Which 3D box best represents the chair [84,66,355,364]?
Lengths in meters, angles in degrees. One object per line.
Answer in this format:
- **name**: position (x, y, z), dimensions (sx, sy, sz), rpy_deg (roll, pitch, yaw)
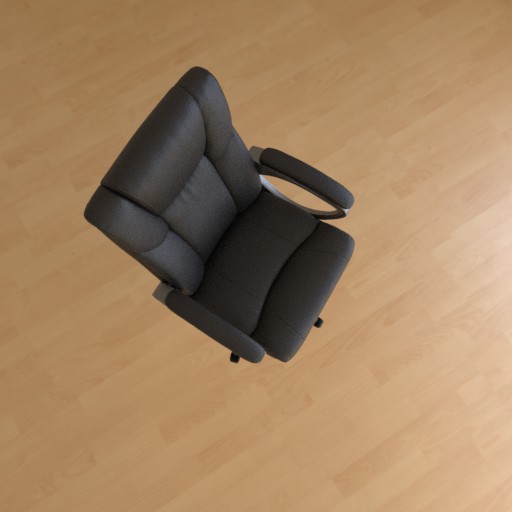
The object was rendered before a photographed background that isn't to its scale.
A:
- **chair**: position (0.000, 0.000, 1.582), dimensions (0.719, 1.130, 0.721), rpy_deg (32, 77, 8)
